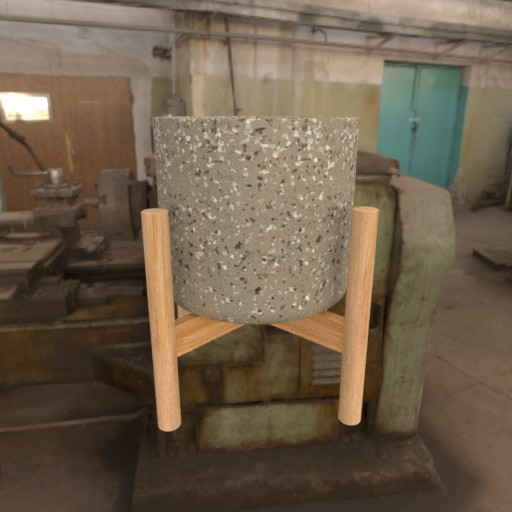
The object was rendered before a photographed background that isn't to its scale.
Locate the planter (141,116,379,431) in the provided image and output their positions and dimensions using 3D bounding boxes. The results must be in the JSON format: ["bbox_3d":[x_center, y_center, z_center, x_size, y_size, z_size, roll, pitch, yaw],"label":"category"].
[{"bbox_3d":[0.000,0.000,0.536,0.284,0.320,0.284,-8,20,-24],"label":"planter"}]
